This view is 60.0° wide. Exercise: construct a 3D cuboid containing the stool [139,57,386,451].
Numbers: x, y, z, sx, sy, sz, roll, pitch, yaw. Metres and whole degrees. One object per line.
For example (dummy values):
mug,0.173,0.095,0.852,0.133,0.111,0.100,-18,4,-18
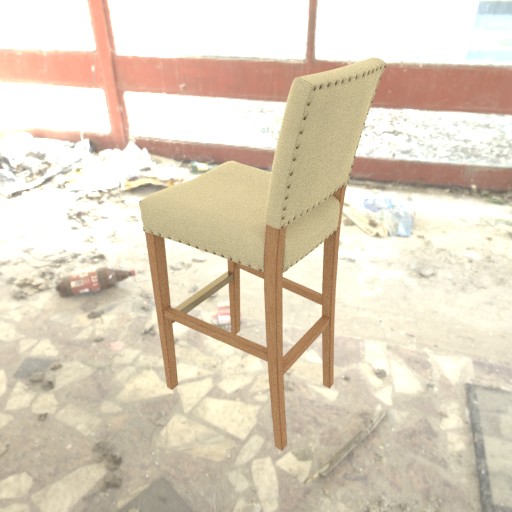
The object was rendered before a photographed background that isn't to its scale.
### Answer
stool,0.000,0.000,1.388,0.546,1.143,0.428,21,37,30
